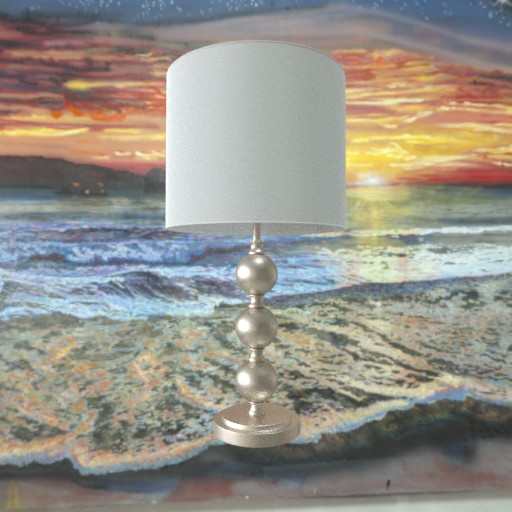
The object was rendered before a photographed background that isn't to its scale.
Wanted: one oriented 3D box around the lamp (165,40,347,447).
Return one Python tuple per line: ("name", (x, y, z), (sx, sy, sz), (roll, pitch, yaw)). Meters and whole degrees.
("lamp", (0.000, 0.000, 0.689), (0.277, 0.538, 0.277), (0, -1, -36))
